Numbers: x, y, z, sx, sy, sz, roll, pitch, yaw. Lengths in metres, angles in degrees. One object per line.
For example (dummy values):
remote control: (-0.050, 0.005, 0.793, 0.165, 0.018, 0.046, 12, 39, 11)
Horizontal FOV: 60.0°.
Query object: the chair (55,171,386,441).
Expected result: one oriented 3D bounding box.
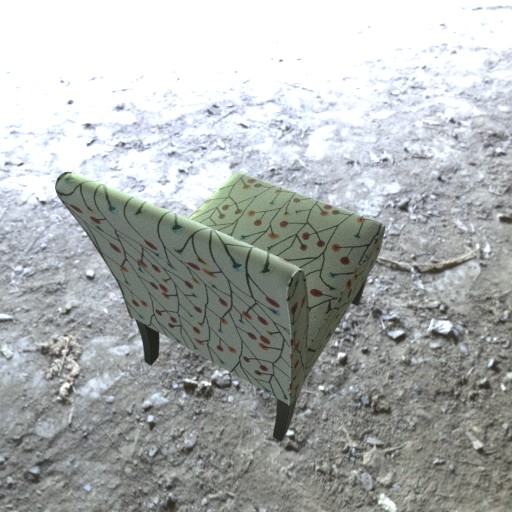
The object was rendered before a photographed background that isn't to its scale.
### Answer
chair: (0.000, 0.000, 1.338, 0.597, 0.813, 0.732, 23, 50, 21)
